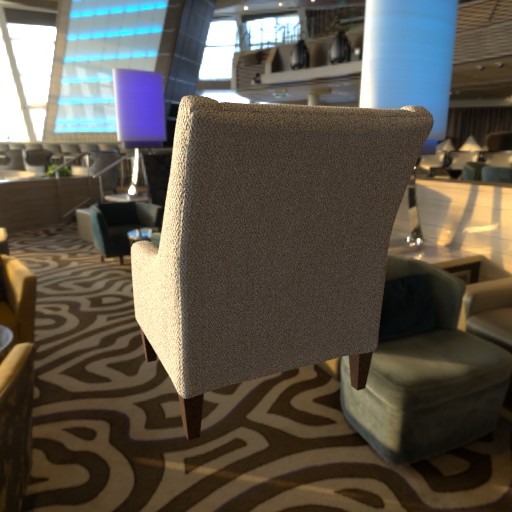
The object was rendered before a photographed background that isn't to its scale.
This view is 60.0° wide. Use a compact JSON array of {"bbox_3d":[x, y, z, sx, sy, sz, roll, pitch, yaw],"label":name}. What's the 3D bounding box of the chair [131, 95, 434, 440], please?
[{"bbox_3d":[0.000,0.000,1.621,0.774,1.014,0.870,-7,16,-25],"label":"chair"}]
